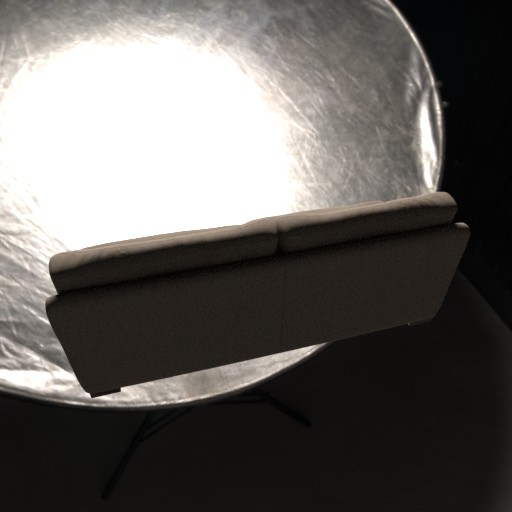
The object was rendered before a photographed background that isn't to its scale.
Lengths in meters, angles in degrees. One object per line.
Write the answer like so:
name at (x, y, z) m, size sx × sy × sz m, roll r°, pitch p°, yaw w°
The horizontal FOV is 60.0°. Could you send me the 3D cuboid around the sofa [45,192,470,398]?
sofa at (0.000, 0.000, 2.872) m, size 2.354 × 0.980 × 0.962 m, roll -10°, pitch 42°, yaw -11°
